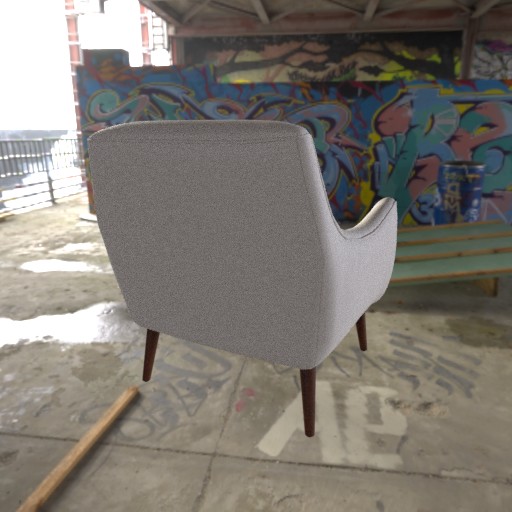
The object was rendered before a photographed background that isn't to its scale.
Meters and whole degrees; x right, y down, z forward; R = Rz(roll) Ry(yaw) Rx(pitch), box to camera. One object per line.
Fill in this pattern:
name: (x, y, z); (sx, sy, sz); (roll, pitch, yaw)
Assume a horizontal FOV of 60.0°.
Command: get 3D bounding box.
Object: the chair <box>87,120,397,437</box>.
chair: (0.000, 0.000, 1.448); (0.762, 0.838, 0.787); (8, 18, 27)
